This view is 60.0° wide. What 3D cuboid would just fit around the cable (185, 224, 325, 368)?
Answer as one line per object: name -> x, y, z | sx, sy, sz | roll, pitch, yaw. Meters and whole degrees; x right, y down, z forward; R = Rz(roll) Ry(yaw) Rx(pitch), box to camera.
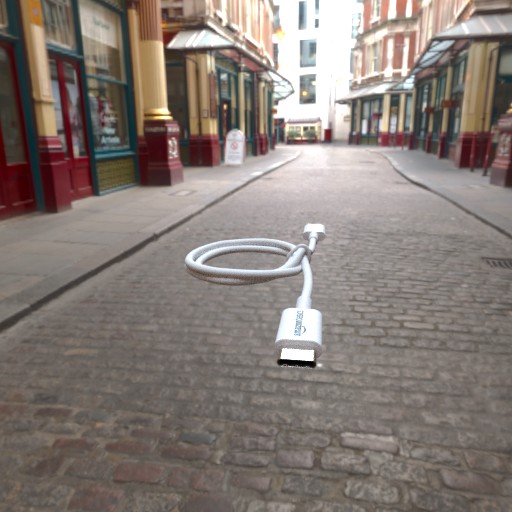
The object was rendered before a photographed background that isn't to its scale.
cable -> 0.000, 0.000, 0.224 | 0.070, 0.014, 0.203 | 2, 15, 8
